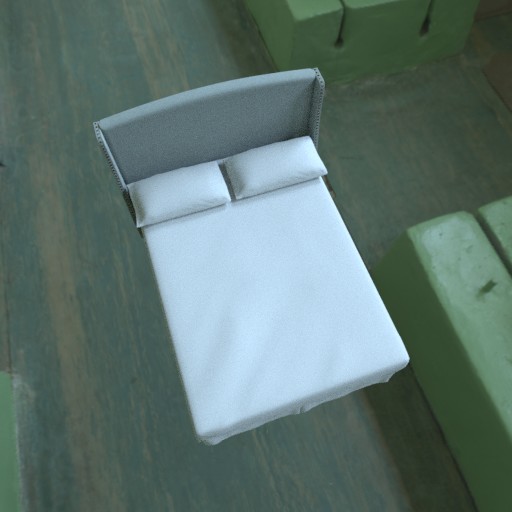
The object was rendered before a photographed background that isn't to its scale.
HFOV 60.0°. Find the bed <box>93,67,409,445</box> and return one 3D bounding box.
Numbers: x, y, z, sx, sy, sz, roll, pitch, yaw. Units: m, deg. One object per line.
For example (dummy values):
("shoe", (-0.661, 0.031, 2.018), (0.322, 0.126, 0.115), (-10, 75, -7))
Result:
("bed", (0.000, 0.000, 3.364), (1.710, 1.407, 2.237), (-17, 65, -8))
